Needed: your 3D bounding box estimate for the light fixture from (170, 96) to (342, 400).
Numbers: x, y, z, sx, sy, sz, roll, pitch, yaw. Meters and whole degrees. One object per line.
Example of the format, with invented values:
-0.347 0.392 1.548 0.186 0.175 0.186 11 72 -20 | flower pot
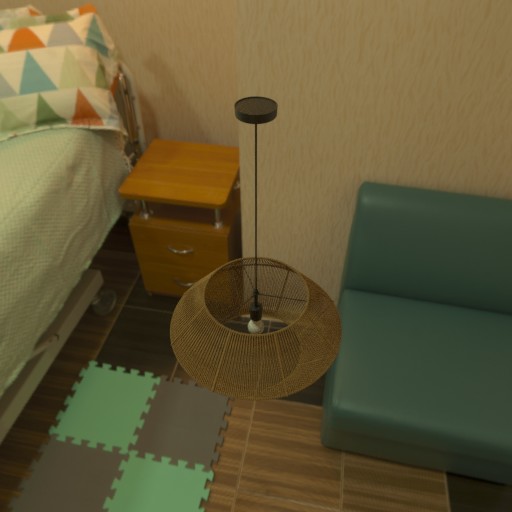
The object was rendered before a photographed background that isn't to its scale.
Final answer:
0.000 0.000 1.433 0.643 1.009 0.643 0 43 0 | light fixture
